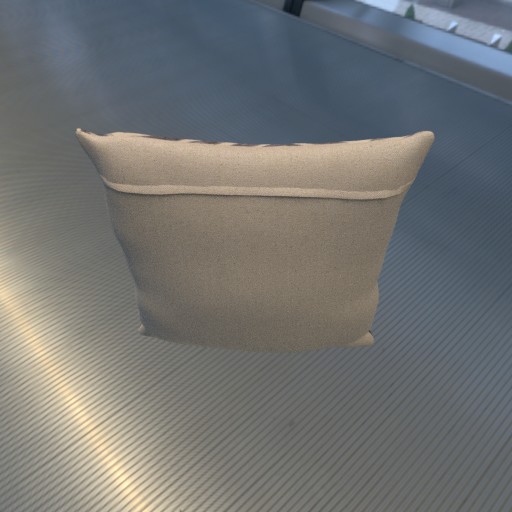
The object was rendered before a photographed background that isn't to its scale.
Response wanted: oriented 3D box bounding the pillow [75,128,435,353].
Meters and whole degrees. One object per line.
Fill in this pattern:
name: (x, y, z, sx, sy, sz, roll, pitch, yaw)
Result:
pillow: (0.000, 0.000, 0.682, 0.440, 0.441, 0.182, 2, 46, 2)
